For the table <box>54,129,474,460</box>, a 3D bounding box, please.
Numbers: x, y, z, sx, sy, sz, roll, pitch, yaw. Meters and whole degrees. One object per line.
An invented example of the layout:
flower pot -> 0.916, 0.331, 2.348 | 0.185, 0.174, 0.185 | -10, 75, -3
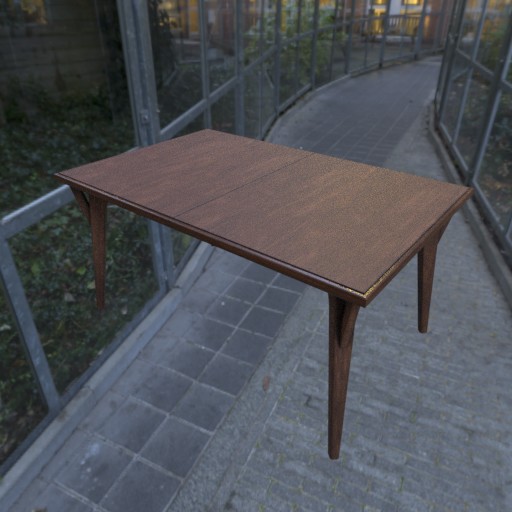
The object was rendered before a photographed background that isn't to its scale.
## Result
table -> 0.000, 0.000, 2.097 | 1.524, 0.761, 0.990 | 22, 37, 32
